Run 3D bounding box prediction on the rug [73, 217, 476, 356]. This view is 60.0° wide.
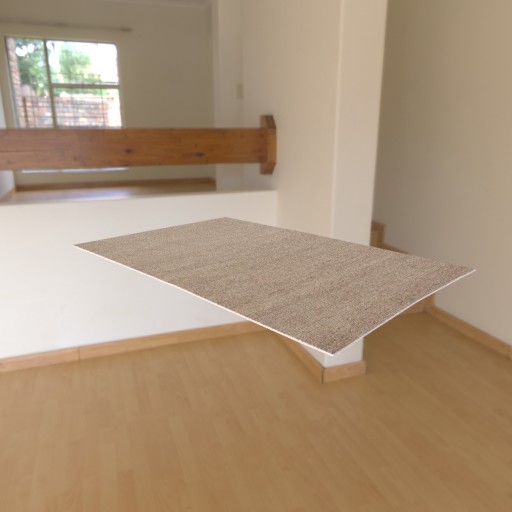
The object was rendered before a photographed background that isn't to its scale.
[{"bbox_3d":[0.000,0.000,2.294,1.154,0.021,1.792,-16,22,-43],"label":"rug"}]
